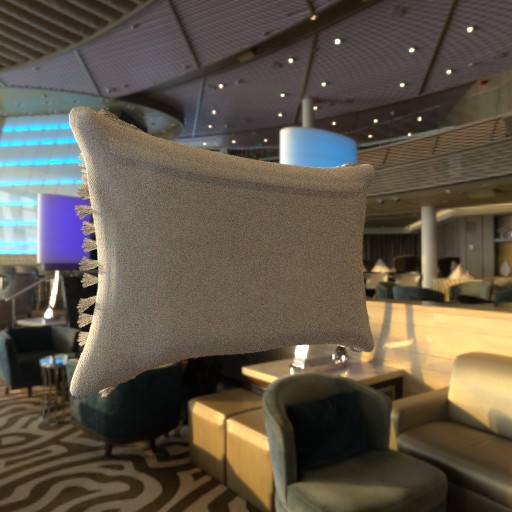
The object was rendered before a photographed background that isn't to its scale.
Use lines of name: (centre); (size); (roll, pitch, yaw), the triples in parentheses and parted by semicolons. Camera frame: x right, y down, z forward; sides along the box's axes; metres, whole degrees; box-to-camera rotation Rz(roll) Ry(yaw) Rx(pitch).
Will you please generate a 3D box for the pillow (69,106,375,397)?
pillow: (0.000, 0.000, 0.582); (0.466, 0.305, 0.084); (1, -1, -35)
